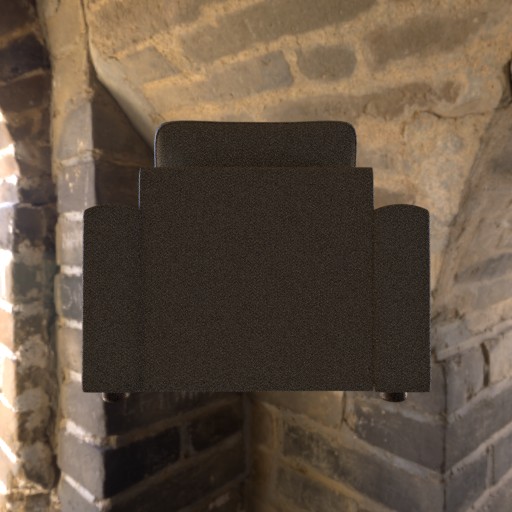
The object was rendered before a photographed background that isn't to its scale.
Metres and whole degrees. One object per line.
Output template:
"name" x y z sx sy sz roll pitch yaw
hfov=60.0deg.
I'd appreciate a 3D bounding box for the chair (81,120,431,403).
"chair" 0.000 0.000 1.768 1.005 0.873 1.016 0 -1 0
